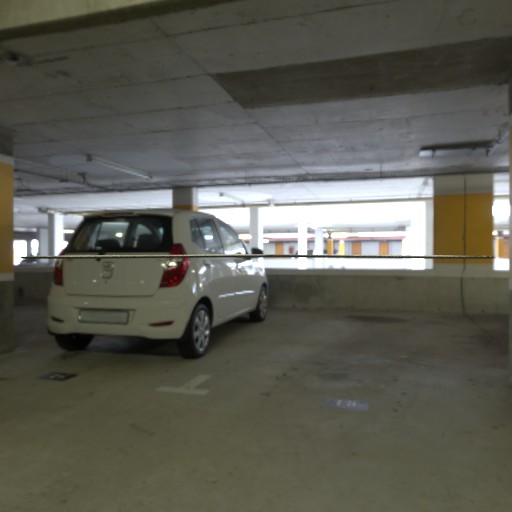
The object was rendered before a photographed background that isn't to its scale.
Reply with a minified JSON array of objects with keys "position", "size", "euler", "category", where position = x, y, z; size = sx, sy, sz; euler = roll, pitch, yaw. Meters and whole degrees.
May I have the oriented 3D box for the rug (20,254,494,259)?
[{"position":[0.000,0.000,2.245],"size":[1.789,0.021,1.159],"euler":[0,0,-1],"category":"rug"}]
